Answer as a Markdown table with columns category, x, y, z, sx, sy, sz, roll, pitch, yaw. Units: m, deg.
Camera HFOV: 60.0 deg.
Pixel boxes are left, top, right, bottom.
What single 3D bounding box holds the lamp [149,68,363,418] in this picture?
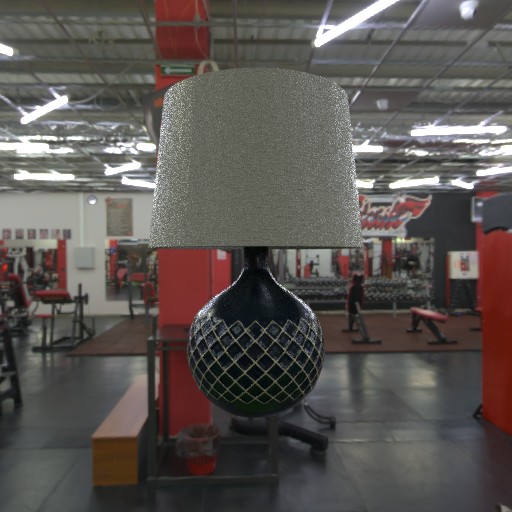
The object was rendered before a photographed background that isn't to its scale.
| category | x | y | z | sx | sy | sz | roll | pitch | yaw |
| --- | --- | --- | --- | --- | --- | --- | --- | --- | --- |
| lamp | 0.000 | 0.000 | 0.797 | 0.376 | 0.540 | 0.376 | 0 | 0 | 0 |
